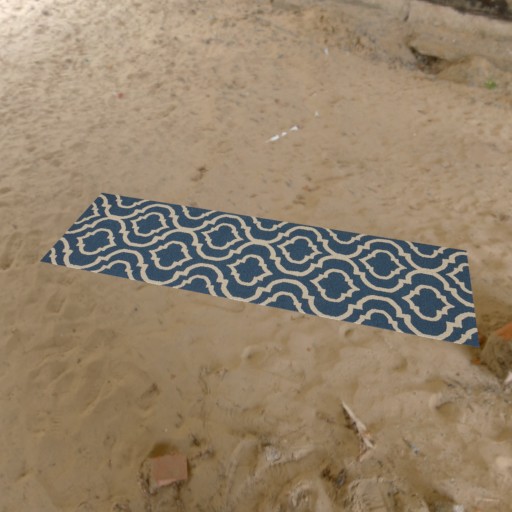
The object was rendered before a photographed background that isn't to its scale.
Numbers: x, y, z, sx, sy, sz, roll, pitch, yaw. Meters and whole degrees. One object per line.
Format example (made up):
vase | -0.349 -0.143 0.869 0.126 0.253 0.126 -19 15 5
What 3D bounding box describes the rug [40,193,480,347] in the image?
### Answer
rug | 0.000 0.000 2.491 2.296 0.006 0.685 10 43 11
